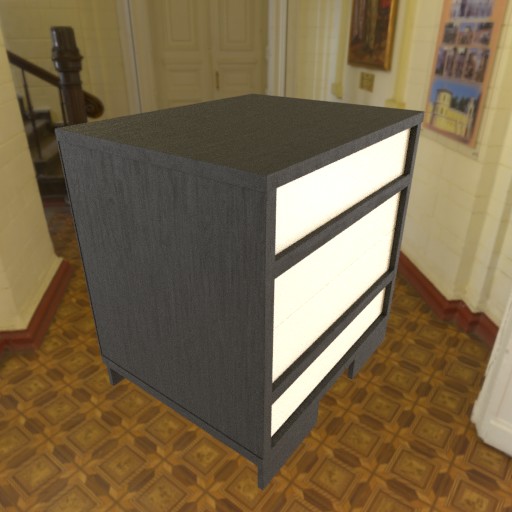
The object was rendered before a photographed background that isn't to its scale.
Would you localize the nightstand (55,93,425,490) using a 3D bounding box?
[{"bbox_3d":[0.000,0.000,0.746,0.347,0.448,0.427,19,33,32],"label":"nightstand"}]
